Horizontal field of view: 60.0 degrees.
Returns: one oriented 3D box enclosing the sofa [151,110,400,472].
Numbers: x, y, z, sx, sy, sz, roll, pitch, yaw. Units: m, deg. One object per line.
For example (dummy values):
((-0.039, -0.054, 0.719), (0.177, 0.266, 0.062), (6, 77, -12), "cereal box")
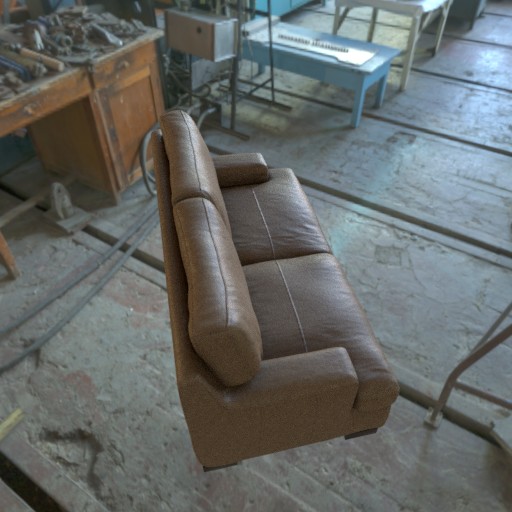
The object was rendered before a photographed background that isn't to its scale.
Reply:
((0.000, 0.000, 2.453), (0.962, 0.980, 1.855), (-9, 45, -9), "sofa")
